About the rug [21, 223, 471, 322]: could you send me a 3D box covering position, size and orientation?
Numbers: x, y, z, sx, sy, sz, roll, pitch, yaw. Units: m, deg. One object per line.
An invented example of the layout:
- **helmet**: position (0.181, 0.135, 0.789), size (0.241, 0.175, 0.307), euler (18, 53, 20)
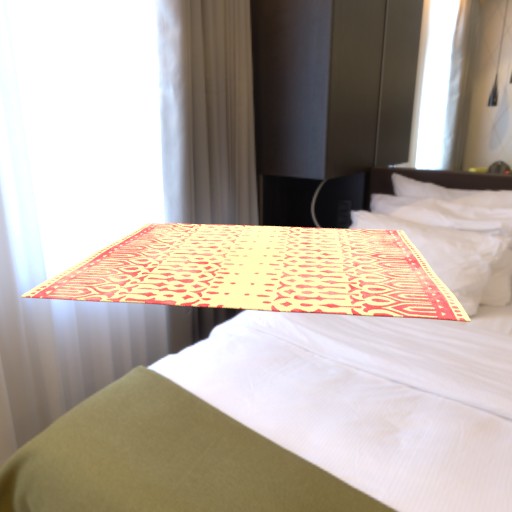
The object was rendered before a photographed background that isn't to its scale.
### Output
- **rug**: position (0.000, 0.000, 4.126), size (3.095, 0.016, 2.441), euler (2, 17, 8)
